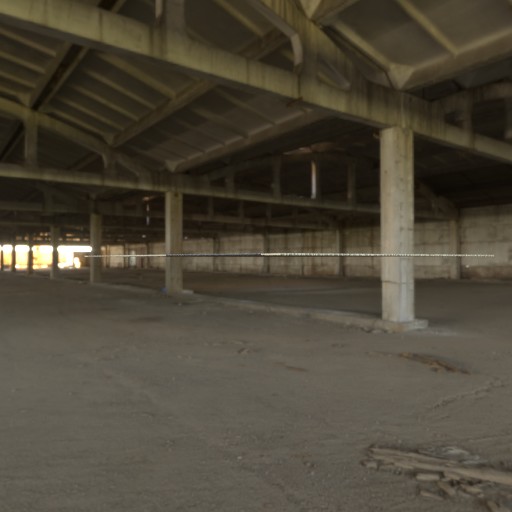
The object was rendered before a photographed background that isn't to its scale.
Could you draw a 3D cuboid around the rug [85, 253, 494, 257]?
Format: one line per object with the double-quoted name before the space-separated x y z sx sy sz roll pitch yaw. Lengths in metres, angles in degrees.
"rug" 0.000 0.000 2.290 1.220 0.005 1.828 0 0 -37
